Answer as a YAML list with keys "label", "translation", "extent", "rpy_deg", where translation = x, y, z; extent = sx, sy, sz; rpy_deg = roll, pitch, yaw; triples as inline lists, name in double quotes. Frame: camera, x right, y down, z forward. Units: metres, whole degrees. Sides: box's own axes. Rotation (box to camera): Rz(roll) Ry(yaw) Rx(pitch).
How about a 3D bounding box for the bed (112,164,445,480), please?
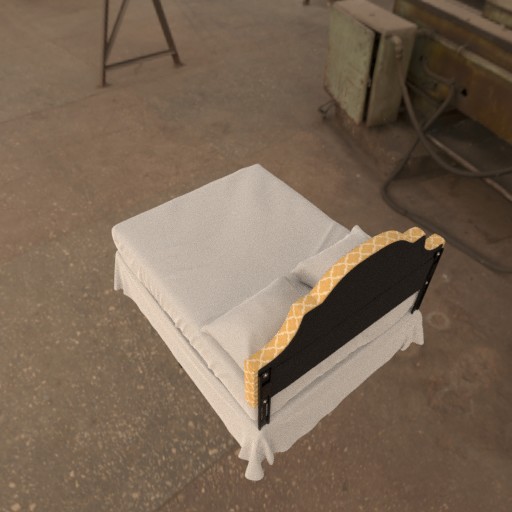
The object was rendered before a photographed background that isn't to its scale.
- label: "bed"
  translation: [0.000, 0.000, 3.378]
  extent: [1.780, 1.633, 2.222]
  rpy_deg: [-29, 52, -25]
